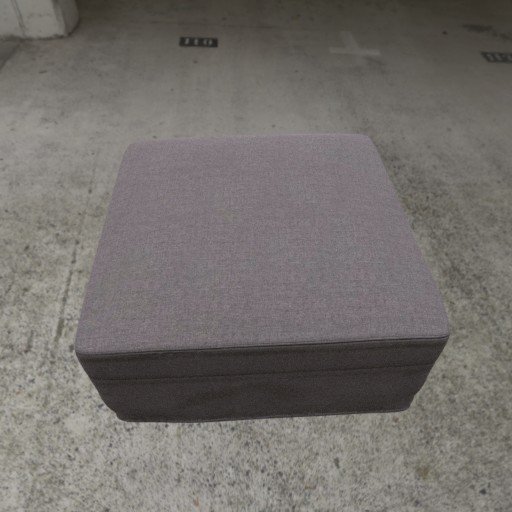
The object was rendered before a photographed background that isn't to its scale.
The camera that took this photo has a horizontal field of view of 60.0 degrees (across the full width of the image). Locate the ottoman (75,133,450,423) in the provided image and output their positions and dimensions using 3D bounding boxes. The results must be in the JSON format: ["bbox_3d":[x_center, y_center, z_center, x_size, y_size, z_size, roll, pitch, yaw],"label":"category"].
[{"bbox_3d":[0.000,0.000,1.340,0.840,0.436,0.843,-2,46,-2],"label":"ottoman"}]
